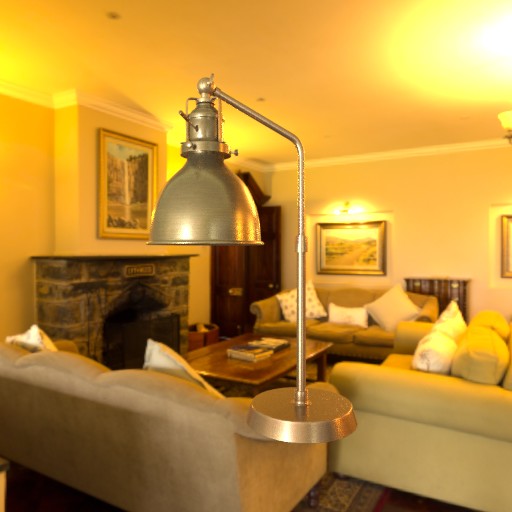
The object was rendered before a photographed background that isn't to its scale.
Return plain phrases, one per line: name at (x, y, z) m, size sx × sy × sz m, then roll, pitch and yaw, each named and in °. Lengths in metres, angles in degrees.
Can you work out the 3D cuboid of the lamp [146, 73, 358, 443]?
lamp at (0.000, 0.000, 0.592) m, size 0.286 × 0.456 × 0.153 m, roll 0°, pitch 1°, yaw -19°
